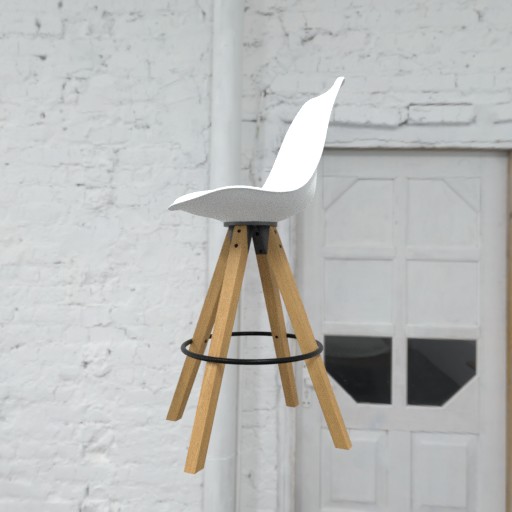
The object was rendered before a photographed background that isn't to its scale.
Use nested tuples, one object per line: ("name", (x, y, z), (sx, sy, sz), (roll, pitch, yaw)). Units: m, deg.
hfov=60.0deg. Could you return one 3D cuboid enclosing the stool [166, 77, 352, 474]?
("stool", (0.000, 0.000, 1.404), (0.549, 1.115, 0.482), (0, 0, -18))
